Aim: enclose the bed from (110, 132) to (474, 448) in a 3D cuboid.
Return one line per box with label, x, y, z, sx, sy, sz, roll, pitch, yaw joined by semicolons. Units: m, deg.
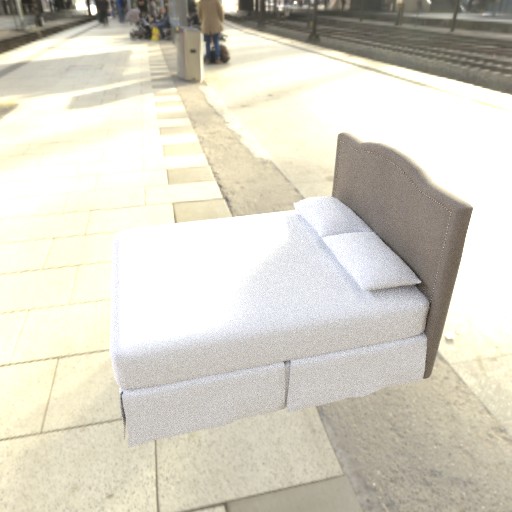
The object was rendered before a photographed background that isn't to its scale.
bed;0.000;0.000;3.260;2.128;1.441;1.744;-8;31;-13
